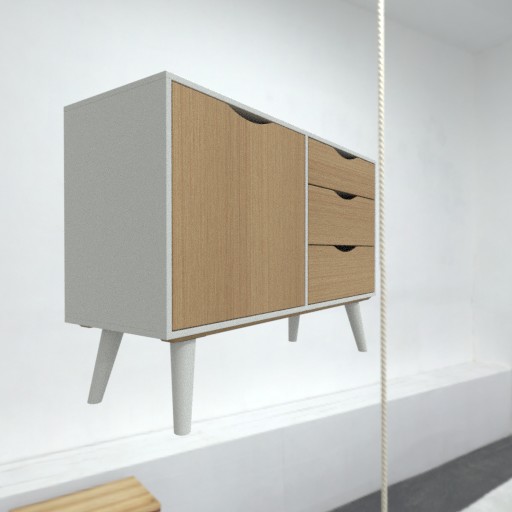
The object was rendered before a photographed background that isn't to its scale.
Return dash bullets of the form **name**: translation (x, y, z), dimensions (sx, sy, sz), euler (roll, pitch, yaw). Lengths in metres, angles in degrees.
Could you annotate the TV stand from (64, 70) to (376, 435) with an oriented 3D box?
- **TV stand**: translation (0.000, 0.000, 1.556), dimensions (0.406, 0.812, 1.193), euler (0, 1, 37)
